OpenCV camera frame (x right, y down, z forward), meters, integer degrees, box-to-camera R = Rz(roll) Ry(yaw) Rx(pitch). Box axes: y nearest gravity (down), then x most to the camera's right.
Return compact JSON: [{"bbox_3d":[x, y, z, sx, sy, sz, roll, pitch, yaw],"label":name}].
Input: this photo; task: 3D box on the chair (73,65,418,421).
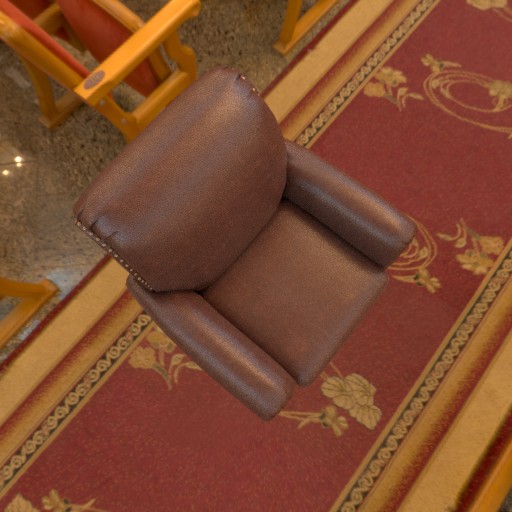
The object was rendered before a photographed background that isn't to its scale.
[{"bbox_3d":[0.000,0.000,1.642,0.890,0.927,0.854,38,77,10],"label":"chair"}]
